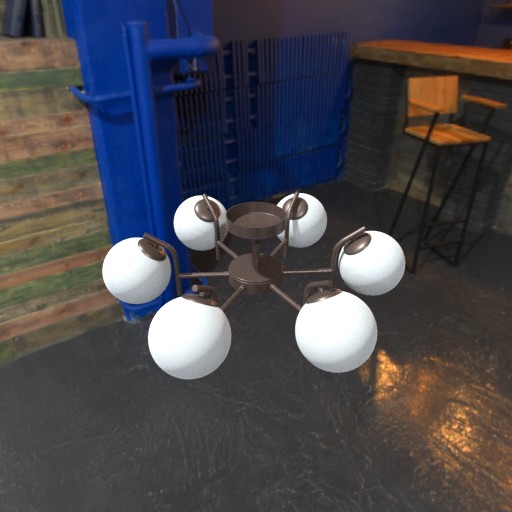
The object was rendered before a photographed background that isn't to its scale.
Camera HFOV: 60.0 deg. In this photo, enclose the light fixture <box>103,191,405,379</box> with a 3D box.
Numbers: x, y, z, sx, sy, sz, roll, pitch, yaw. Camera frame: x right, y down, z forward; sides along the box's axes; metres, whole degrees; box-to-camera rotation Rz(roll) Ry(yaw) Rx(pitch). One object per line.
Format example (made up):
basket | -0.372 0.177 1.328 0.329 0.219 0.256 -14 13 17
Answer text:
light fixture | 0.000 0.000 0.967 0.662 0.201 0.662 0 31 0
